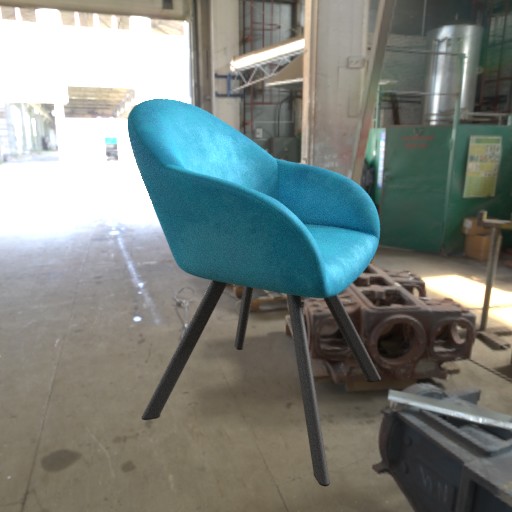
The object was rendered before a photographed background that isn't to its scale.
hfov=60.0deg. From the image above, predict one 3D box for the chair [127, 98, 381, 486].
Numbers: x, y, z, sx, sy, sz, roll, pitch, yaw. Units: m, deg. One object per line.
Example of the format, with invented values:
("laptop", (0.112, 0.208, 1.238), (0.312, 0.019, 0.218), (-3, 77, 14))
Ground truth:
("chair", (0.000, 0.000, 1.149), (0.590, 0.795, 0.550), (8, 16, 27))
